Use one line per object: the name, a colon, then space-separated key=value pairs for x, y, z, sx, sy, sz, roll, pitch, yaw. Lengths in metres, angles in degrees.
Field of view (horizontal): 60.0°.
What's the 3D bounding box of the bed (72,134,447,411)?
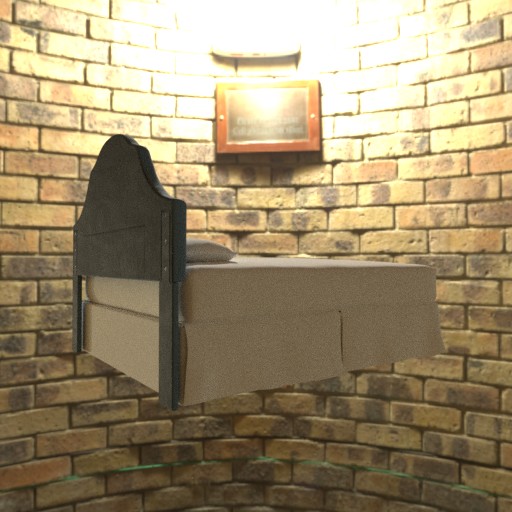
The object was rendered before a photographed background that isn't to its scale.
bed: x=0.000 y=0.000 z=3.755 sx=2.477 sy=1.617 sz=2.039 roll=1 pitch=-1 yaw=-36
